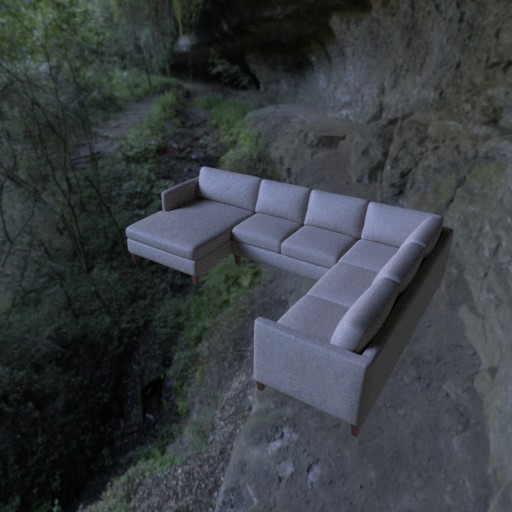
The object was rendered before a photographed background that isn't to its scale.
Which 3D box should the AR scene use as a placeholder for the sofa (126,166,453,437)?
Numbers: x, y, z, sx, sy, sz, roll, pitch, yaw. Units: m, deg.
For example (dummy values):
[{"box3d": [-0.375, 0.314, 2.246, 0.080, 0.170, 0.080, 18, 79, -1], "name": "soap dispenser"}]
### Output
[{"box3d": [0.000, 0.000, 4.681, 3.403, 0.889, 2.551, 17, 33, 29], "name": "sofa"}]
